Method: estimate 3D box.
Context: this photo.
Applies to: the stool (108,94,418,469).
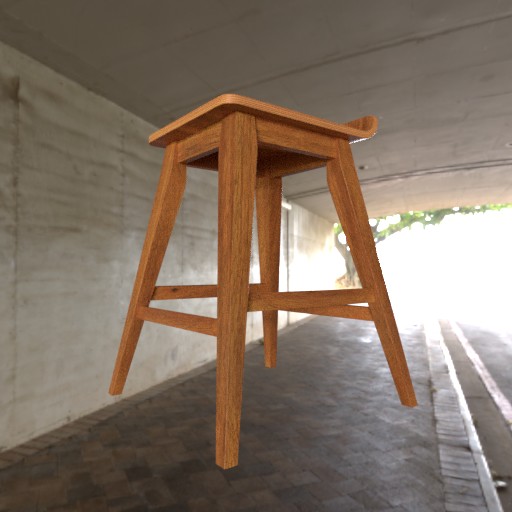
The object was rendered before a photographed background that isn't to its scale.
[{"bbox_3d":[0.000,0.000,1.014,0.500,0.650,0.500,1,-2,-37],"label":"stool"}]
